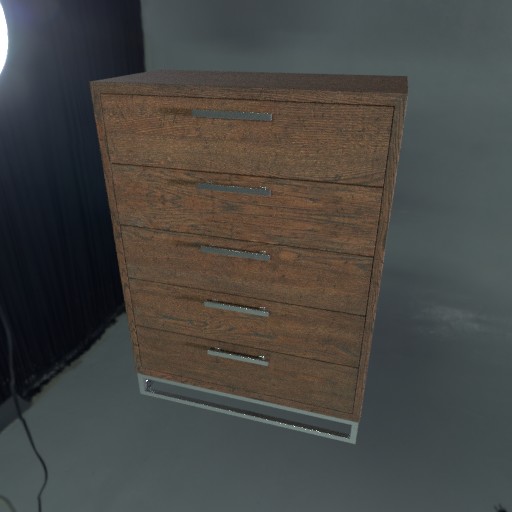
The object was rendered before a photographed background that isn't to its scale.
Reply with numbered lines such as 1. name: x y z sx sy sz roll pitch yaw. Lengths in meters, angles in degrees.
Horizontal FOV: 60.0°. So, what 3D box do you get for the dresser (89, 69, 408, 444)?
1. dresser: 0.000 0.000 1.774 0.965 1.321 0.508 8 28 15
